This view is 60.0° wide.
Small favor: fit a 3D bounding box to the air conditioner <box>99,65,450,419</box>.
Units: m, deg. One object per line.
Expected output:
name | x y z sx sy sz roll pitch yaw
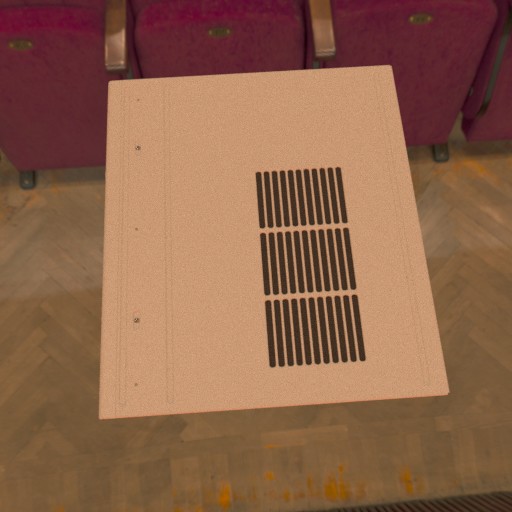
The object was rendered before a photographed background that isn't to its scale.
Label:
air conditioner | 0.000 0.000 1.026 0.599 0.455 0.645 -4 74 -1
